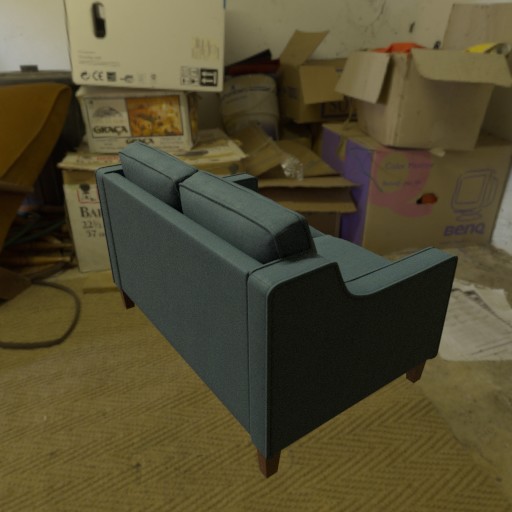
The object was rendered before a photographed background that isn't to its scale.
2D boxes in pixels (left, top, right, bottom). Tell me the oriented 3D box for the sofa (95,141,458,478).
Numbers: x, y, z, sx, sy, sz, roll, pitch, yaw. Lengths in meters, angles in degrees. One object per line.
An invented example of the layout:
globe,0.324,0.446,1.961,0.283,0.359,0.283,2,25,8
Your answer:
sofa,0.000,0.000,2.146,0.987,0.971,1.501,-18,31,-32
